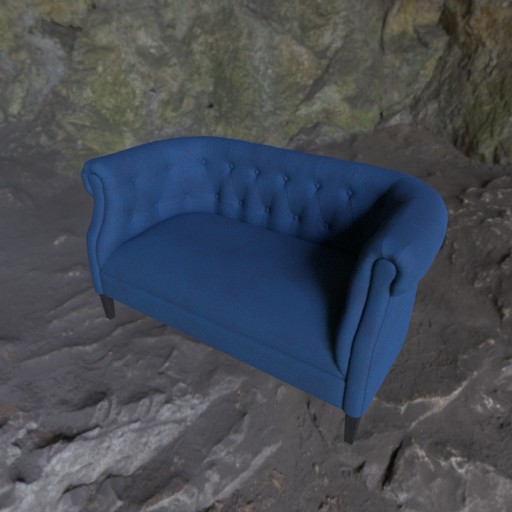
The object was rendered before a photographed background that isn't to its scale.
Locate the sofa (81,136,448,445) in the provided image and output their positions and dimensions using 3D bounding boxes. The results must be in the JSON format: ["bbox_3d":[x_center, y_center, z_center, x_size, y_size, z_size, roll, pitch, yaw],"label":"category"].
[{"bbox_3d":[0.000,0.000,2.053,1.558,0.827,0.835,19,35,29],"label":"sofa"}]
